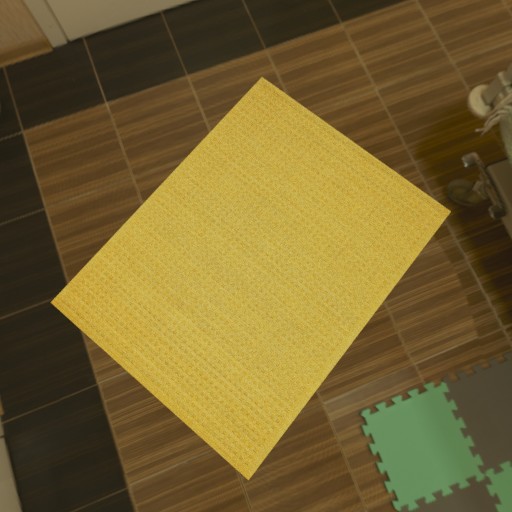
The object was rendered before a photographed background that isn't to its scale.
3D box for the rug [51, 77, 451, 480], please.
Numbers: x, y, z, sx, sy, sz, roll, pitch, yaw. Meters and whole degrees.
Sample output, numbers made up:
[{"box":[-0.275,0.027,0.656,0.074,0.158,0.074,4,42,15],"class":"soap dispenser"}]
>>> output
[{"box":[0.000,0.000,4.411,2.486,0.015,3.242,38,79,9],"class":"rug"}]
